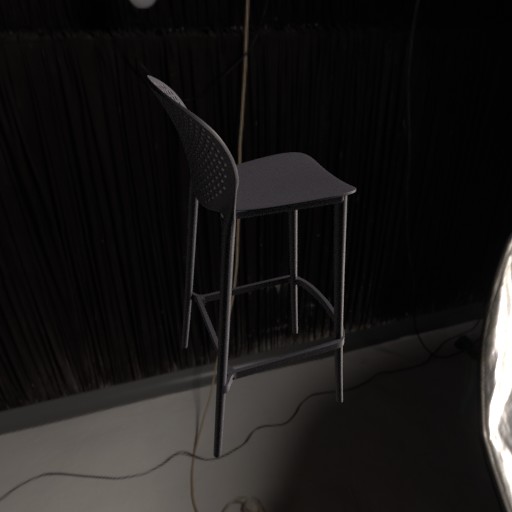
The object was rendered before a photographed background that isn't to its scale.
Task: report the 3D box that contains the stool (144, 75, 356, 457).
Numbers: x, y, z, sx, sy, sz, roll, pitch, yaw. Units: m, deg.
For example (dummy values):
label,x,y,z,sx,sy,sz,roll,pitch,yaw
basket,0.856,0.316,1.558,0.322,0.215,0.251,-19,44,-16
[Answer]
label,x,y,z,sx,sy,sz,roll,pitch,yaw
stool,0.000,0.000,1.363,0.535,1.045,0.536,-10,32,-16
